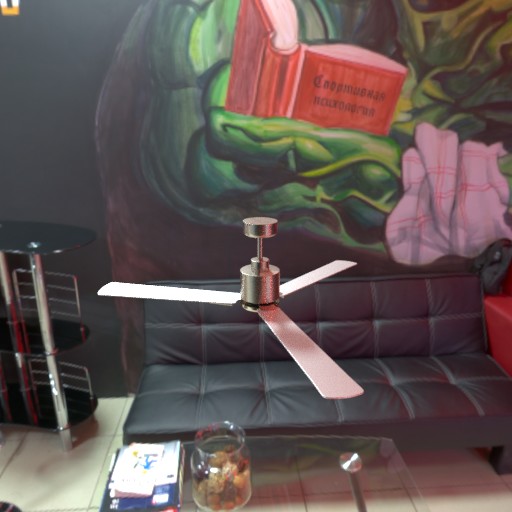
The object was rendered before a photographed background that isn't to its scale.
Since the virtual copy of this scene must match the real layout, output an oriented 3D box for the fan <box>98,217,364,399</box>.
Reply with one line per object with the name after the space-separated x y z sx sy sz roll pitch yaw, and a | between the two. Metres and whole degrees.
0.000 0.000 2.381 1.561 0.446 1.531 9 19 27 | fan
